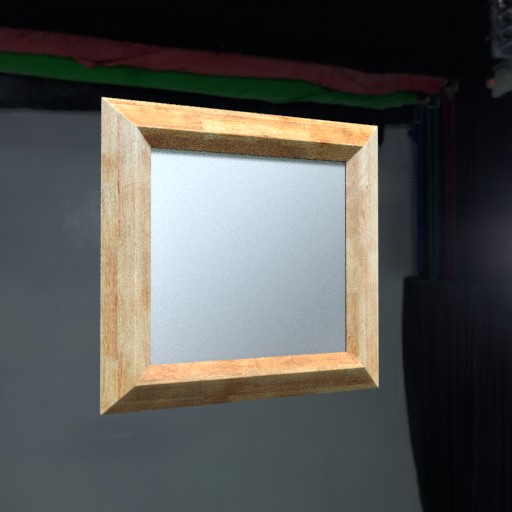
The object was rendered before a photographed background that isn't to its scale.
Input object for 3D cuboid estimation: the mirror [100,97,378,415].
[{"bbox_3d":[0.000,0.000,0.983,0.651,0.651,0.047,0,-1,-17],"label":"mirror"}]
